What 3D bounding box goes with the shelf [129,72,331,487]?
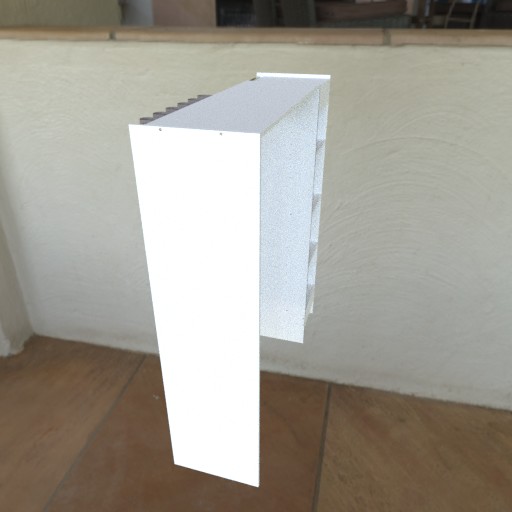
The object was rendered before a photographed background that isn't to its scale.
[{"bbox_3d":[0.000,0.000,2.598,0.500,1.820,1.600,8,30,14],"label":"shelf"}]
